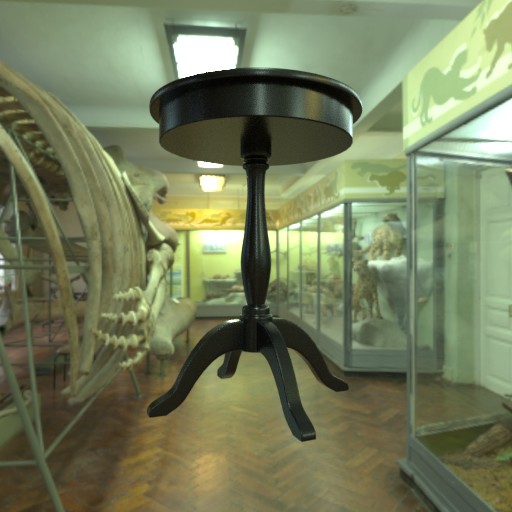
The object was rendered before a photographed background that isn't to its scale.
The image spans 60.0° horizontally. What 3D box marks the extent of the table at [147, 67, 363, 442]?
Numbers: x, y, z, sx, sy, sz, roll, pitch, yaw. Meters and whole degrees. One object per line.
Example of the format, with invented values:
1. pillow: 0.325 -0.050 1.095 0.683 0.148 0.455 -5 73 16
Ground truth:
1. table: 0.000 0.000 1.017 0.481 0.665 0.481 0 0 0
